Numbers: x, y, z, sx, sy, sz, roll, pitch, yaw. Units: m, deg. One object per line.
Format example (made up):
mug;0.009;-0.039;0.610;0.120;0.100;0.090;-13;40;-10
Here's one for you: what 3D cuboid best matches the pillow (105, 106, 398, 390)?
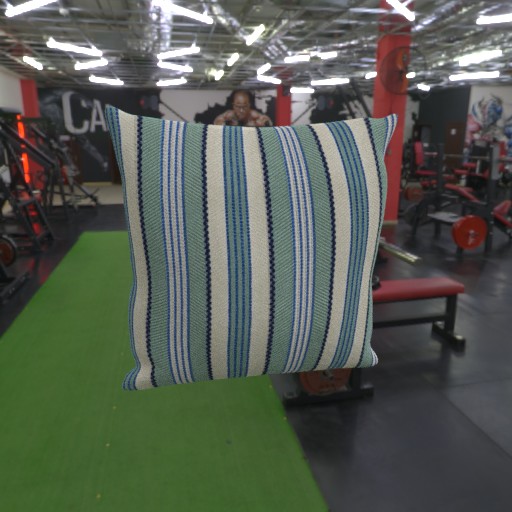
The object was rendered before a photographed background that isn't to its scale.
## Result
pillow;0.000;0.000;0.693;0.440;0.441;0.182;-3;16;-9
